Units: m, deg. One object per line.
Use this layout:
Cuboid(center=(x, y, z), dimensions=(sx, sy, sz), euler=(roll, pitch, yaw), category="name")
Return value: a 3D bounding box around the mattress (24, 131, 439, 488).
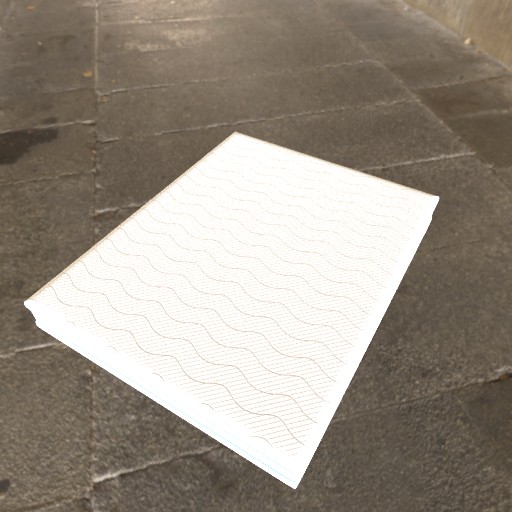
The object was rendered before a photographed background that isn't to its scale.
Cuboid(center=(0.000, 0.000, 2.668), dimensions=(1.600, 0.230, 2.000), euler=(23, 50, 21), category="mattress")
